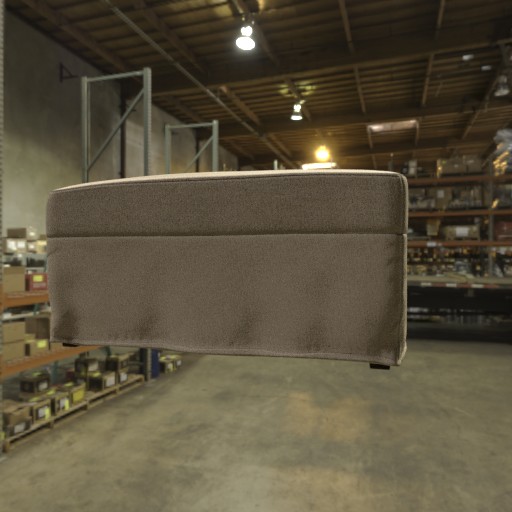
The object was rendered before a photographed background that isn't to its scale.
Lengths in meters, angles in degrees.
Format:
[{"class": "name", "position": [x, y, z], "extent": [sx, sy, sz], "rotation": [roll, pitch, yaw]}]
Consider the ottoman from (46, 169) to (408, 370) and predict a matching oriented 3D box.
[{"class": "ottoman", "position": [0.000, 0.000, 1.332], "extent": [0.843, 0.441, 0.842], "rotation": [0, 0, 17]}]
